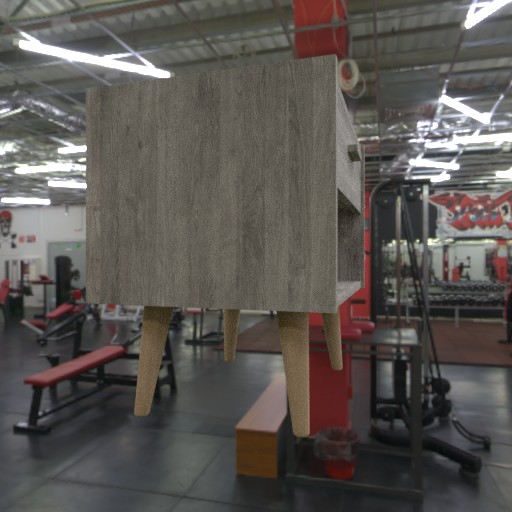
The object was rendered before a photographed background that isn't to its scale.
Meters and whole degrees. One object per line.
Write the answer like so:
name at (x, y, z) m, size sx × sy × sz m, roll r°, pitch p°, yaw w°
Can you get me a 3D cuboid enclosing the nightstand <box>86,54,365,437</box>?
nightstand at (0.000, 0.000, 0.833) m, size 0.380 × 0.500 × 0.480 m, roll 0°, pitch 0°, yaw 18°
